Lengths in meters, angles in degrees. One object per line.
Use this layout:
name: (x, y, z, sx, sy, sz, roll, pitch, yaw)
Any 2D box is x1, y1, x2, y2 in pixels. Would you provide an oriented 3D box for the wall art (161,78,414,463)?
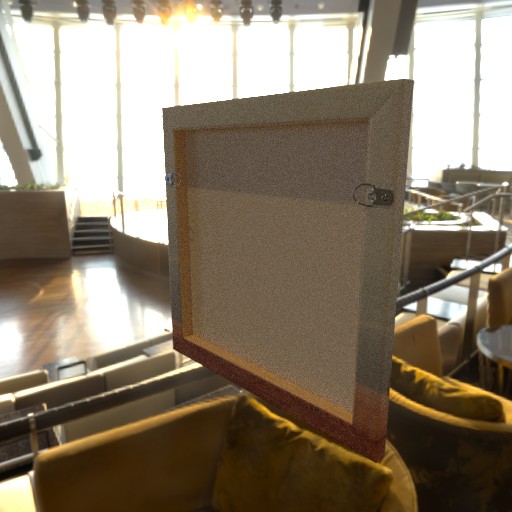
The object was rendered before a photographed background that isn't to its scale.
wall art: (0.000, 0.000, 0.890, 0.034, 0.605, 0.605, -13, 18, -42)
